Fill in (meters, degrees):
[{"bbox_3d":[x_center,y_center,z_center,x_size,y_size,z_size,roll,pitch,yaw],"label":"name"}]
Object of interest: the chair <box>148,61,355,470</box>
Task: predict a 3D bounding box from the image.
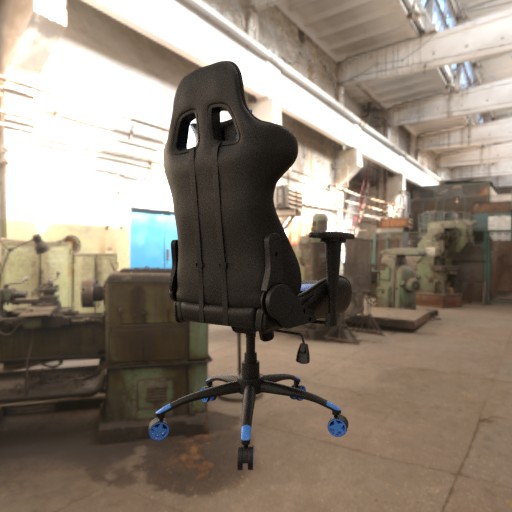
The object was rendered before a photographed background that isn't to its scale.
[{"bbox_3d":[0.000,0.000,1.708,0.695,1.282,0.730,0,0,36],"label":"chair"}]
